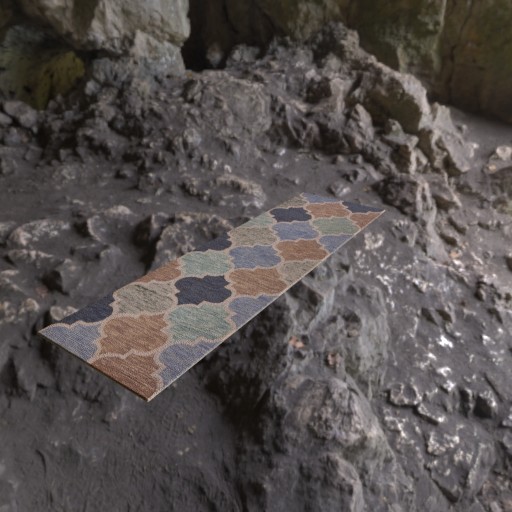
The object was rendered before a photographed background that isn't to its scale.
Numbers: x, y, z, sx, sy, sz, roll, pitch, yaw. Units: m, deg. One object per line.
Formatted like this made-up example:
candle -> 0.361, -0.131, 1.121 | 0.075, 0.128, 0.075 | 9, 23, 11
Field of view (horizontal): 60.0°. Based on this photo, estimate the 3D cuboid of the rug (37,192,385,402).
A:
rug -> 0.000, 0.000, 2.557 | 0.687, 0.011, 2.287 | 18, 32, 31
